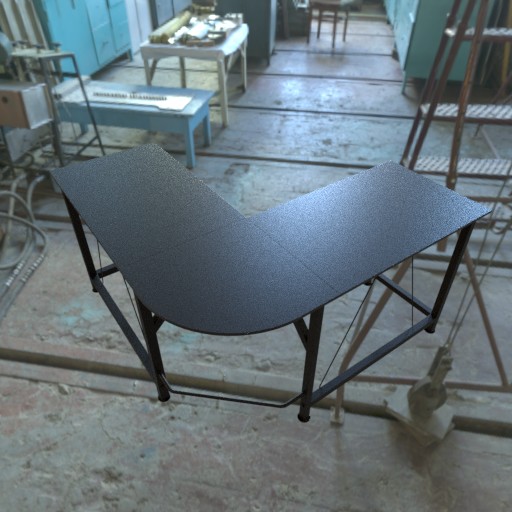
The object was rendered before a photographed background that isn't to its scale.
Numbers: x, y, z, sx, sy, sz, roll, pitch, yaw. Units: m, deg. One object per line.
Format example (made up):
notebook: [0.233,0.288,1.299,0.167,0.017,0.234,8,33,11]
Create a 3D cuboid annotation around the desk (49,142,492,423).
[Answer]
desk: [0.000,0.000,2.201,1.400,0.762,1.400,-24,45,-27]
